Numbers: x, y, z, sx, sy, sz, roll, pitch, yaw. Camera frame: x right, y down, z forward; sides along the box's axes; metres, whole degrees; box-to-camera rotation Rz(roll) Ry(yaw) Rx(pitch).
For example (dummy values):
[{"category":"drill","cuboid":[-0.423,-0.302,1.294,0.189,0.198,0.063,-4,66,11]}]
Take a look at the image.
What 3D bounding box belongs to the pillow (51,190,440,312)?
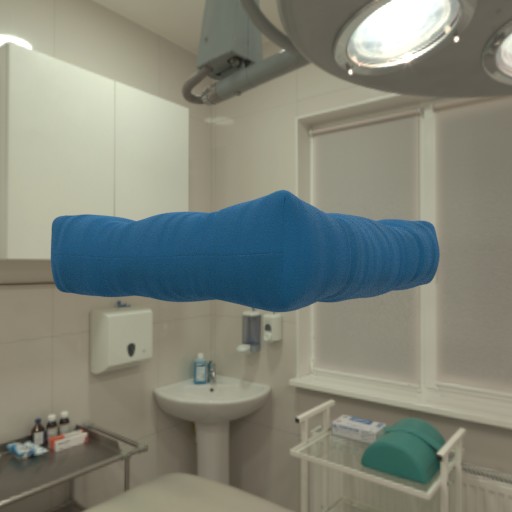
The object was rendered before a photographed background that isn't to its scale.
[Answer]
[{"category":"pillow","cuboid":[0.000,0.000,0.733,0.468,0.128,0.490,-1,-1,38]}]
